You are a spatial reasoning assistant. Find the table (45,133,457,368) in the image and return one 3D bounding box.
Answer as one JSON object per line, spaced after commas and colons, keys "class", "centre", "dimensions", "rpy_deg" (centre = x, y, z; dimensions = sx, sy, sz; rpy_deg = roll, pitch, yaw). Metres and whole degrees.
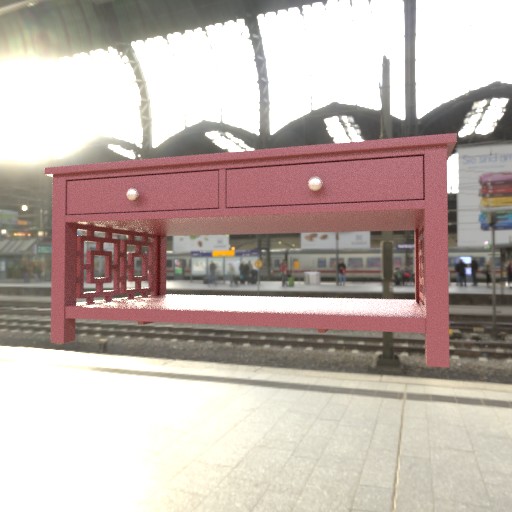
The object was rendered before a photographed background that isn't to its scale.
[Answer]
{"class": "table", "centre": [0.000, 0.000, 1.363], "dimensions": [1.068, 0.493, 0.612], "rpy_deg": [0, -2, 18]}
